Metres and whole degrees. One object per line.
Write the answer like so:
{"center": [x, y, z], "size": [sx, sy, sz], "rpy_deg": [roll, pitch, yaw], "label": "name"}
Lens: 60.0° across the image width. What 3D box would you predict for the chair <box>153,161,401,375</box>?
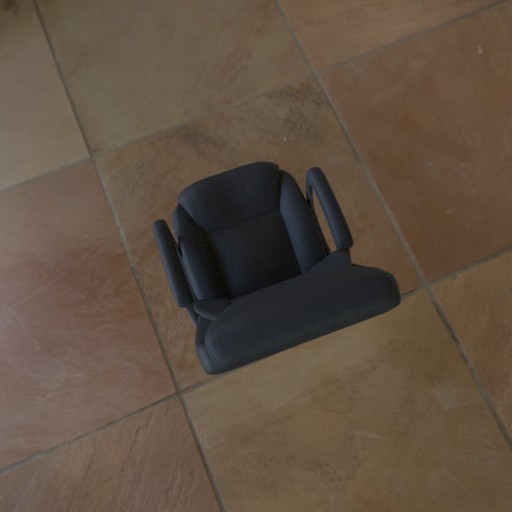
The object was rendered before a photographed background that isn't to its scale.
{"center": [0.000, 0.000, 1.489], "size": [0.615, 1.072, 0.655], "rpy_deg": [-19, 77, -5], "label": "chair"}
